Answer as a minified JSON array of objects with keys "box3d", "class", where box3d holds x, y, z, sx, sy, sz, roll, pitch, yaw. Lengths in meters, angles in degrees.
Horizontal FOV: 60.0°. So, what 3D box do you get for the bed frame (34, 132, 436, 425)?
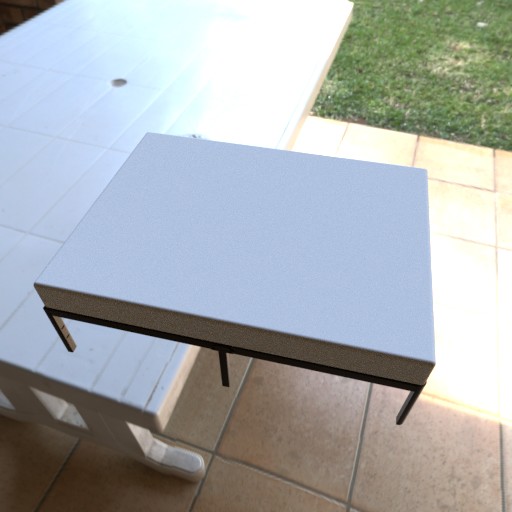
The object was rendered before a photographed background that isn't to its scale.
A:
[{"box3d":[0.000,0.000,2.892,2.072,0.659,1.557,10,48,9],"class":"bed frame"}]
